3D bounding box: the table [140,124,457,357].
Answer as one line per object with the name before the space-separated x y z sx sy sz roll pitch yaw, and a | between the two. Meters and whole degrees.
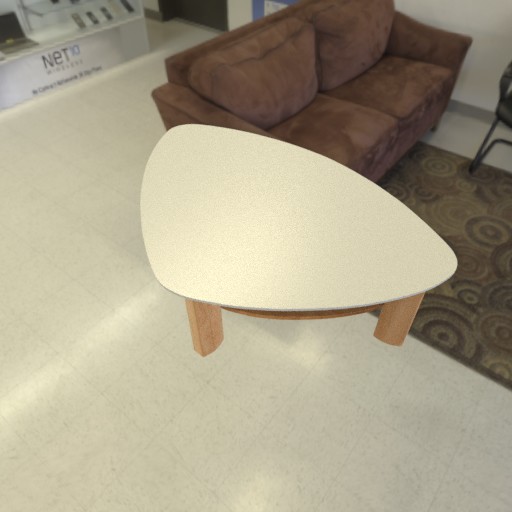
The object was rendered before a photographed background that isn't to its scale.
table | 0.000 0.000 1.661 1.250 0.440 0.850 32 54 27
